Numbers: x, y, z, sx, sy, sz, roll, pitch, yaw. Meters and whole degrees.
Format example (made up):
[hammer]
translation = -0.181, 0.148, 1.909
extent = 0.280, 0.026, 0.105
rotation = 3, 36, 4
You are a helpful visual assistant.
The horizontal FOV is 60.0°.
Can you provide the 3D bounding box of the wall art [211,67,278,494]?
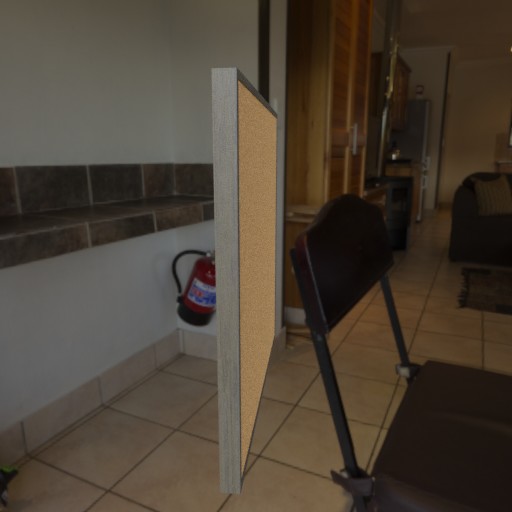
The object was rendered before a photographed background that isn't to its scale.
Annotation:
[wall art]
translation = 0.000, 0.000, 1.127
extent = 0.039, 0.758, 0.758
rotation = 2, 13, 7
